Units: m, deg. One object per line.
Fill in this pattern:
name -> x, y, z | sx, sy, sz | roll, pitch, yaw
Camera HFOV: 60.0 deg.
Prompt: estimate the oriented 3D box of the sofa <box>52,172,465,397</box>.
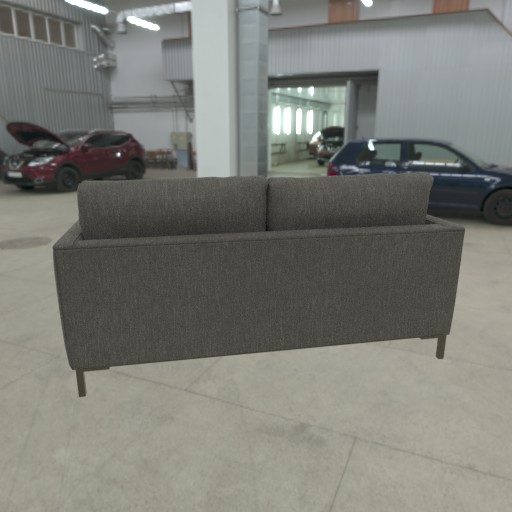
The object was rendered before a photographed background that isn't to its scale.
sofa -> 0.000, 0.000, 2.188 | 1.682, 0.840, 0.875 | -3, 16, -11
